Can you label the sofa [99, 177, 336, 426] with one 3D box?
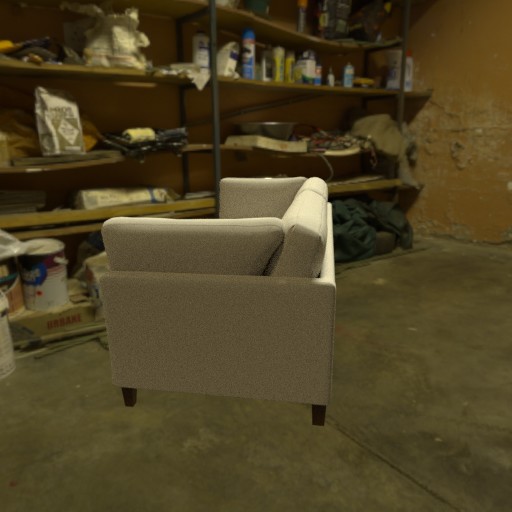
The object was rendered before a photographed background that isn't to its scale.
[{"bbox_3d":[0.000,0.000,2.821,0.957,0.863,2.301,2,15,9],"label":"sofa"}]
